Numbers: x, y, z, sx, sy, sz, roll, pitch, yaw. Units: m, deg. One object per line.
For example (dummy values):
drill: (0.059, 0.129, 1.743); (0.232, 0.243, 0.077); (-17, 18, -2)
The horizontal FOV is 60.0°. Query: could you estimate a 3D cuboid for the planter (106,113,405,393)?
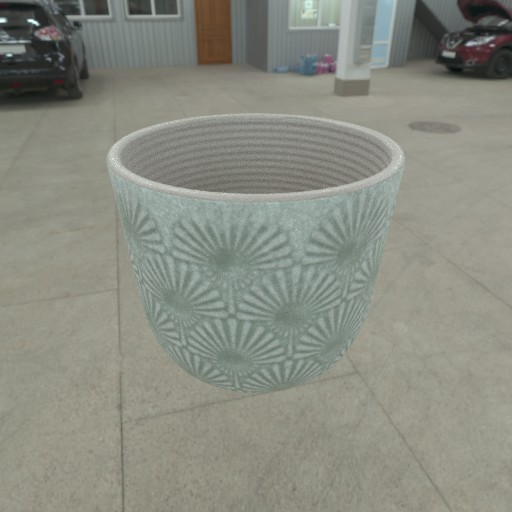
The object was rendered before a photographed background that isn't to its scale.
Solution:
planter: (0.000, 0.000, 0.298); (0.170, 0.152, 0.170); (0, 30, 0)
